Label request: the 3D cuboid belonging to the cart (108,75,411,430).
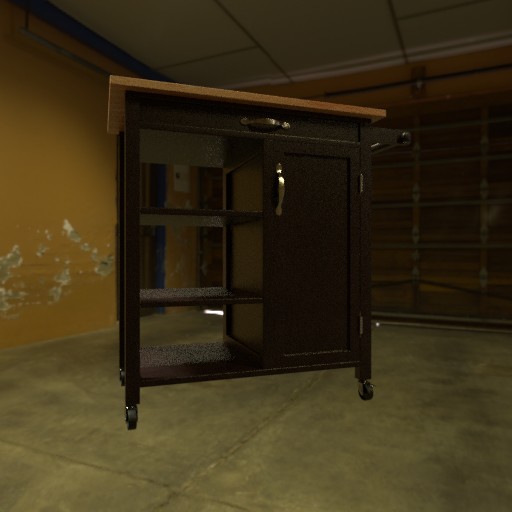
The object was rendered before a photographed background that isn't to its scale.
[{"bbox_3d":[0.000,0.000,1.450,0.914,0.878,0.472,0,0,-19],"label":"cart"}]
